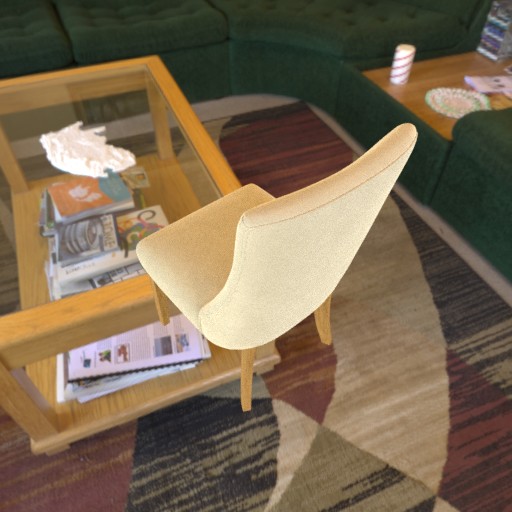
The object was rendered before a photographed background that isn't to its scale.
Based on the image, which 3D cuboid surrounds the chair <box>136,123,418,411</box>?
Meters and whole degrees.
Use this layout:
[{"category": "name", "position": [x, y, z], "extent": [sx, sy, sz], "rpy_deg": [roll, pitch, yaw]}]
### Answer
[{"category": "chair", "position": [0.000, 0.000, 1.286], "extent": [0.495, 0.902, 0.610], "rpy_deg": [-32, 55, -26]}]
